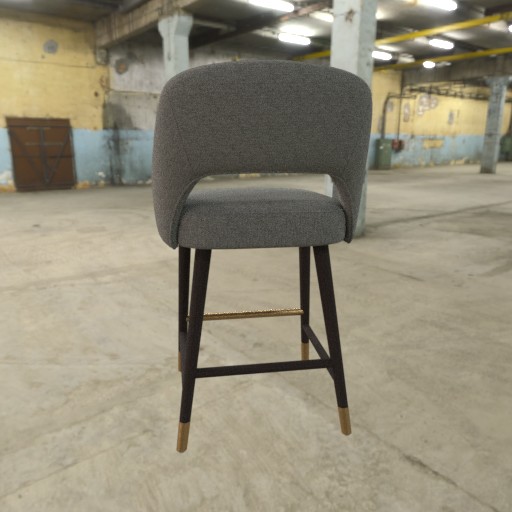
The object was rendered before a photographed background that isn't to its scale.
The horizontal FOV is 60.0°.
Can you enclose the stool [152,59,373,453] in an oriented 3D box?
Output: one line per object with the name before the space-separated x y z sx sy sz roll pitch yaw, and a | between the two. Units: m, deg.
stool | 0.000 0.000 1.226 0.536 0.925 0.524 -2 14 -9
